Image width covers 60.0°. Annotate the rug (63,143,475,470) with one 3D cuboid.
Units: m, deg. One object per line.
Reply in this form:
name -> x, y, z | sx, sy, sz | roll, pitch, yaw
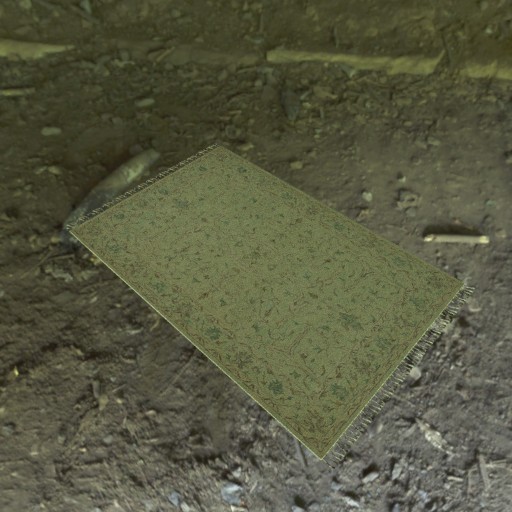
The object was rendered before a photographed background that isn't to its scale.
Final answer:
rug -> 0.000, 0.000, 3.034 | 2.435, 0.010, 1.544 | 35, 56, 28
